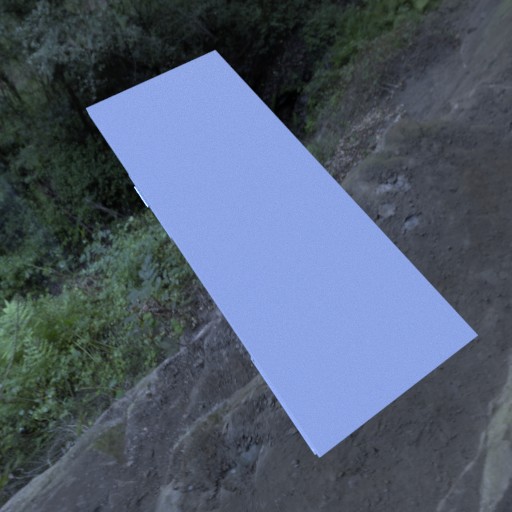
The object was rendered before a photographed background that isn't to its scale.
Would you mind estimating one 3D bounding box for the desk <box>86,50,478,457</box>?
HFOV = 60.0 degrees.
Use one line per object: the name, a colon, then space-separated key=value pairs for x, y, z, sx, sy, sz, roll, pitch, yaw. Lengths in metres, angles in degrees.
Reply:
desk: x=0.000 y=0.000 z=1.901 sx=0.603 sy=0.773 sz=1.530 roll=-31 pitch=67 yaw=-14
